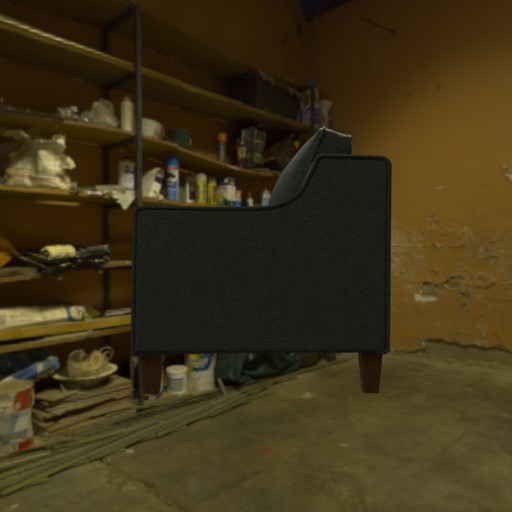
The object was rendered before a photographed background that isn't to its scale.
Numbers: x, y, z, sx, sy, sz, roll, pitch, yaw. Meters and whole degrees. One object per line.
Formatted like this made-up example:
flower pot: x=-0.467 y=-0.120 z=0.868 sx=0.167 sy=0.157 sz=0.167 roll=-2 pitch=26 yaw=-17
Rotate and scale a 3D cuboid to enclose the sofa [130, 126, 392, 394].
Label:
sofa: x=0.000 y=0.000 z=2.510 sx=0.911 sy=0.974 sz=1.986 roll=0 pitch=0 yaw=-1
